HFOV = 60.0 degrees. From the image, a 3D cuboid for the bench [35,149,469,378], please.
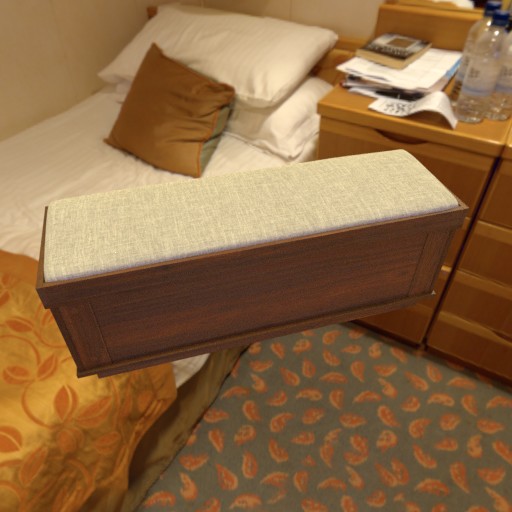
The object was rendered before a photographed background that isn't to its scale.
[{"bbox_3d":[0.000,0.000,1.440,1.196,0.468,0.367,-11,43,-12],"label":"bench"}]
